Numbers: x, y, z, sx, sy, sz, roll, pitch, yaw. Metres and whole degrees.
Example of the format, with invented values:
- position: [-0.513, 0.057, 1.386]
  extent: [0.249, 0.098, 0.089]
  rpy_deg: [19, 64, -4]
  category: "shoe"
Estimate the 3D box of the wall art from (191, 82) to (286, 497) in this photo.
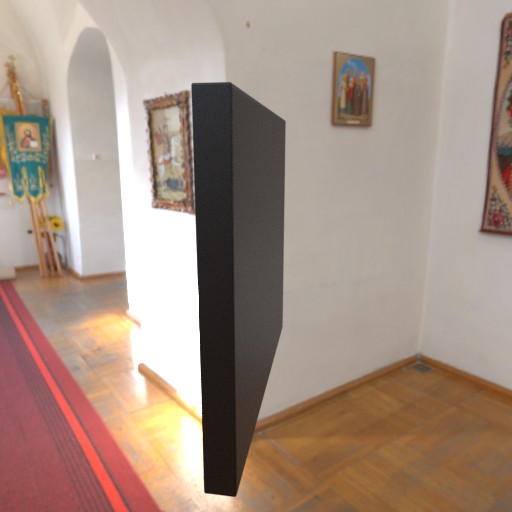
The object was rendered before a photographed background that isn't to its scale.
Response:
- position: [0.000, 0.000, 0.521]
  extent: [0.028, 0.330, 0.380]
  rpy_deg: [2, 13, 9]
  category: "wall art"
